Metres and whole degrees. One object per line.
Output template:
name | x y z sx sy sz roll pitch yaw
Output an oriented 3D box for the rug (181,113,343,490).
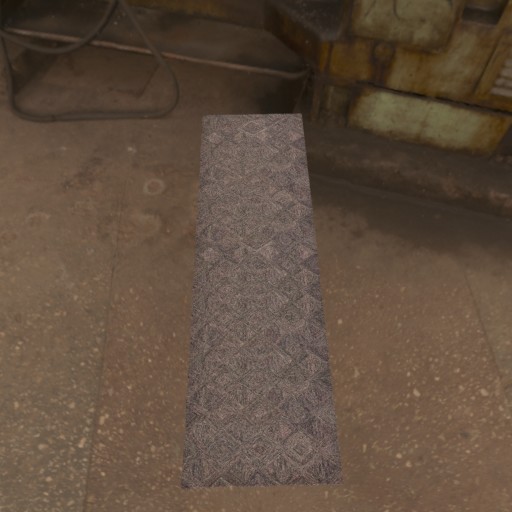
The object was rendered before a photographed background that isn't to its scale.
rug | 0.000 0.000 2.472 0.691 0.011 2.296 -1 59 -1
